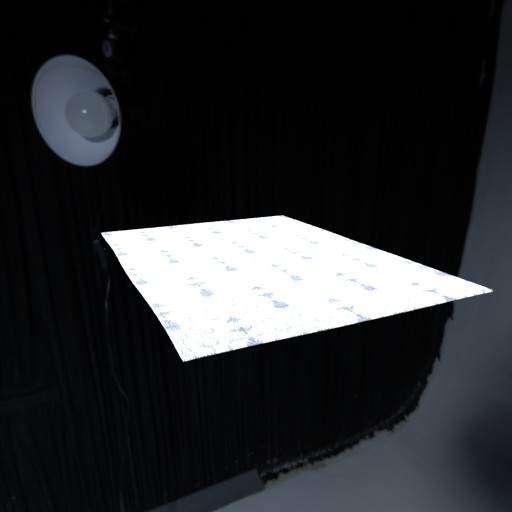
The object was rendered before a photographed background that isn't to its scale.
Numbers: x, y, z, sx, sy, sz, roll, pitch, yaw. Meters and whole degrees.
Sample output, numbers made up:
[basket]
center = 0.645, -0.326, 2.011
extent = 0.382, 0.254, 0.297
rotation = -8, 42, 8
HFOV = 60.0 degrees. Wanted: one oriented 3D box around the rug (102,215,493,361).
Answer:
[rug]
center = 0.000, 0.000, 2.943
extent = 1.676, 0.013, 2.261
rotation = -8, 18, -25
